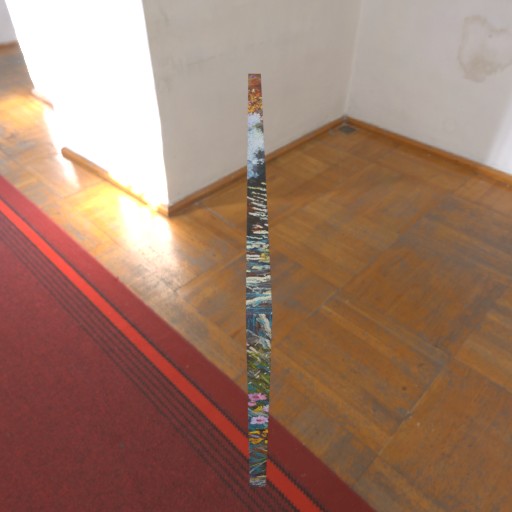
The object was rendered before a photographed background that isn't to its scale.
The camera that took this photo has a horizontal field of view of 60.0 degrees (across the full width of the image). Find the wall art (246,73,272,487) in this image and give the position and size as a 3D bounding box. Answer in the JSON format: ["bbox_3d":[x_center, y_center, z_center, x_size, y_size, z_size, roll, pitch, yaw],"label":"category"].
[{"bbox_3d":[0.000,0.000,1.150,0.037,0.604,0.908,0,42,0],"label":"wall art"}]
